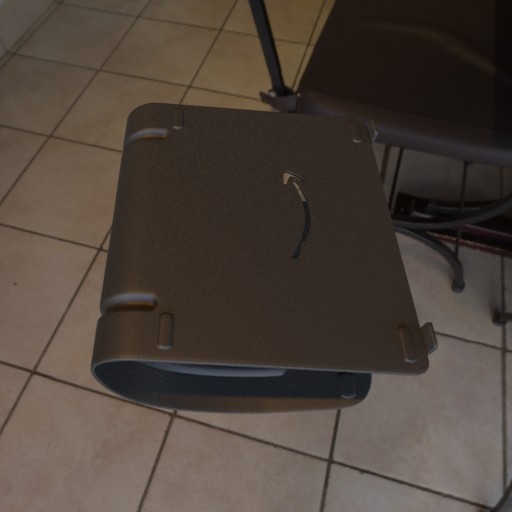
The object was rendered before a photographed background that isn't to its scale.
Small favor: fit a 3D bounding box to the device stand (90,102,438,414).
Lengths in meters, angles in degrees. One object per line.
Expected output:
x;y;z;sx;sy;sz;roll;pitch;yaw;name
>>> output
0.000;0.000;0.403;0.236;0.155;0.256;-3;58;-2;device stand
